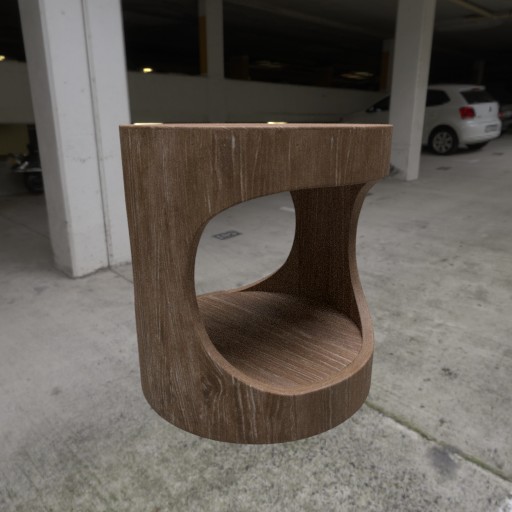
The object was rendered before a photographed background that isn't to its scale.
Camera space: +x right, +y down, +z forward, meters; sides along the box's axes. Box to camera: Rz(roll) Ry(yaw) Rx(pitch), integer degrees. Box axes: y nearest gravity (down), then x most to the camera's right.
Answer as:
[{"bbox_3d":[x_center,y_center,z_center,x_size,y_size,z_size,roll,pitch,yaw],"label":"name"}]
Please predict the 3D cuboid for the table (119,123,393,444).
[{"bbox_3d":[0.000,0.000,0.968,0.527,0.551,0.527,0,17,0],"label":"table"}]
